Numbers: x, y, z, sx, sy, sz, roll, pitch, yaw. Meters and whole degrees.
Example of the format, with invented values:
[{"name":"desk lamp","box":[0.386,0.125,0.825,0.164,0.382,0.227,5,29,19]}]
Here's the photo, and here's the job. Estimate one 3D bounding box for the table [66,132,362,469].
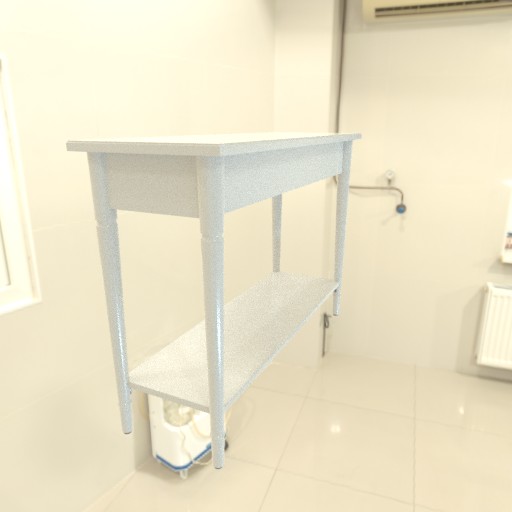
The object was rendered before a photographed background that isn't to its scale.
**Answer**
[{"name":"table","box":[0.000,0.000,1.430,0.381,0.749,1.067,8,18,25]}]
